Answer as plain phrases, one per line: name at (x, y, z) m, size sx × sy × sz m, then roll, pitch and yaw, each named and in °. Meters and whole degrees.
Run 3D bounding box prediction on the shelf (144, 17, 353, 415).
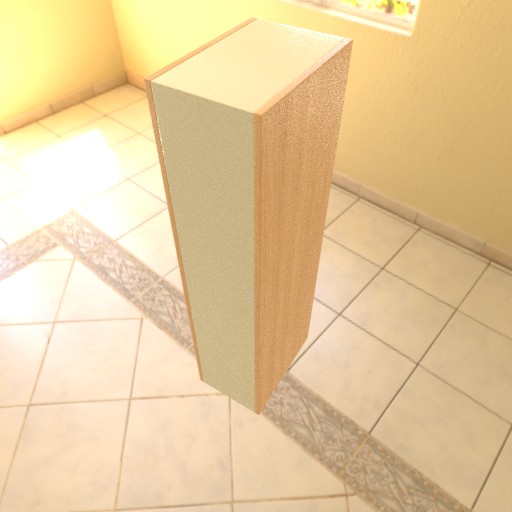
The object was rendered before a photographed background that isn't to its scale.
shelf at (0.000, 0.000, 0.997) m, size 0.197 × 0.882 × 0.290 m, roll 24°, pitch 51°, yaw 21°
